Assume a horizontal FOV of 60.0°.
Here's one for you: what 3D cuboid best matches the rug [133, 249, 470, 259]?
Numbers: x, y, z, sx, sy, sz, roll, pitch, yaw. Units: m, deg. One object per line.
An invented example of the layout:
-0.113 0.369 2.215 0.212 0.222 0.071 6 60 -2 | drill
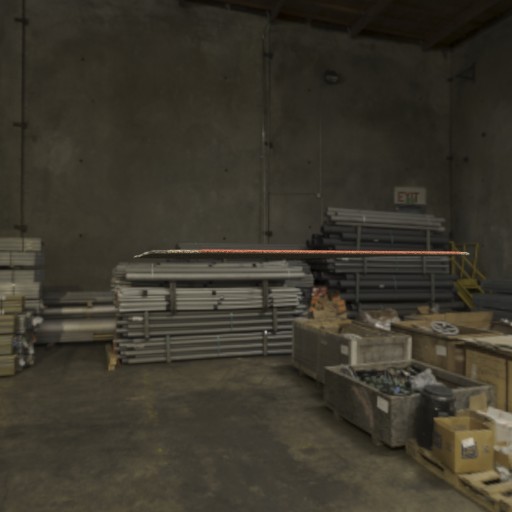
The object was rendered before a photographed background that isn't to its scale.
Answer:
0.000 0.000 2.980 1.530 0.017 2.446 0 -1 -17 | rug
